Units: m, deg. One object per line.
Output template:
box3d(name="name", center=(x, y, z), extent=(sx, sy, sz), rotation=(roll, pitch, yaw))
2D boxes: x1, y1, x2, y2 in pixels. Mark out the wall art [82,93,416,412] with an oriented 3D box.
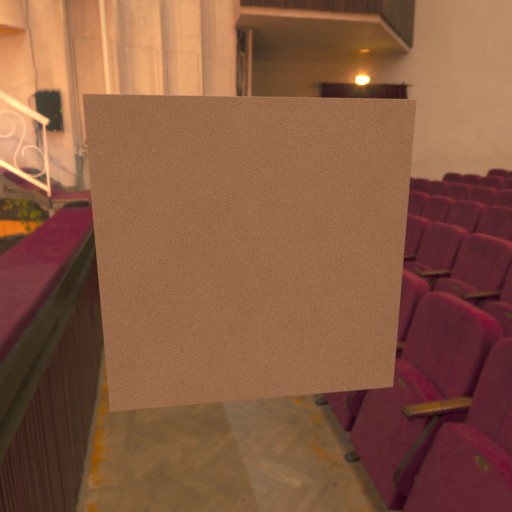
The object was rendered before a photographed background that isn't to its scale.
box3d(name="wall art", center=(0.000, 0.000, 0.454), extent=(0.305, 0.305, 0.038), rotation=(-2, 14, -9))
